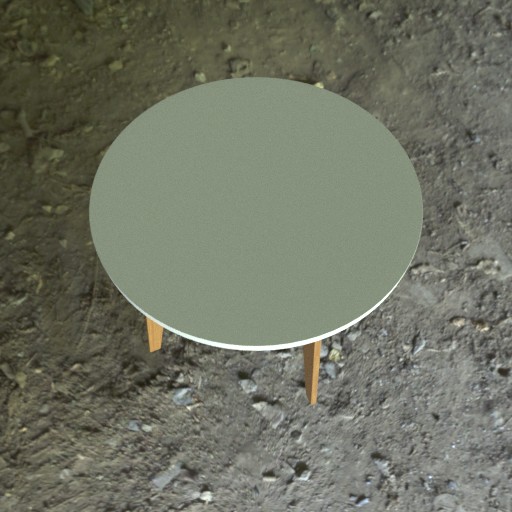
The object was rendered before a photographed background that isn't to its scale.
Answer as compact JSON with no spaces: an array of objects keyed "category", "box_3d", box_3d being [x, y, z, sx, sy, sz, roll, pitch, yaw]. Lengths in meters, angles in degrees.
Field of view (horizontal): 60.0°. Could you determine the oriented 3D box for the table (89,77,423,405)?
[{"category":"table","box_3d":[0.000,0.000,1.540,0.896,0.762,0.896,0,60,0]}]
